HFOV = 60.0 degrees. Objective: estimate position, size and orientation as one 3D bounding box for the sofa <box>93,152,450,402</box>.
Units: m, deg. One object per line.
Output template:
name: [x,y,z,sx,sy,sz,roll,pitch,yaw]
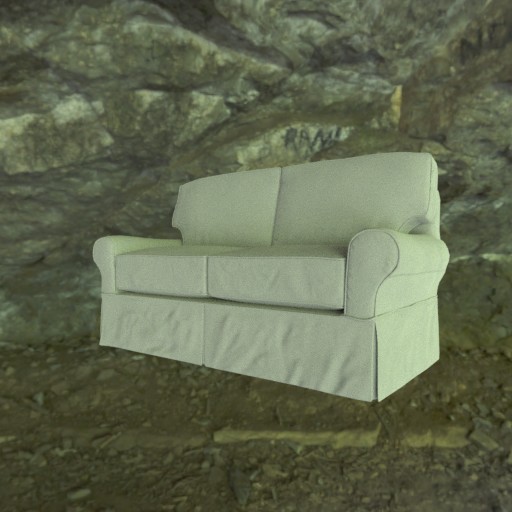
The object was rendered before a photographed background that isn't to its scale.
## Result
sofa: [0.000,0.000,2.363,1.823,1.024,0.841,1,1,37]
